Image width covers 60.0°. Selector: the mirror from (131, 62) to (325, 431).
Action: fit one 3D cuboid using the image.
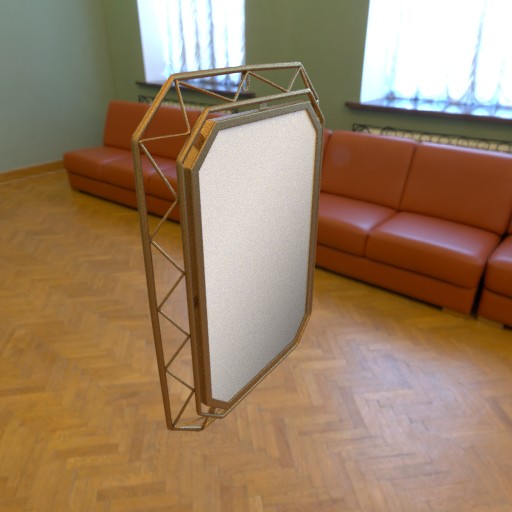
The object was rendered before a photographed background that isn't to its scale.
[{"bbox_3d":[0.000,0.000,0.714,0.042,0.566,0.417,18,32,32],"label":"mirror"}]
